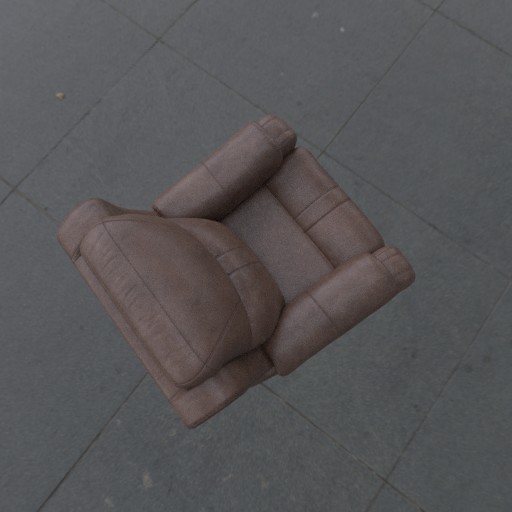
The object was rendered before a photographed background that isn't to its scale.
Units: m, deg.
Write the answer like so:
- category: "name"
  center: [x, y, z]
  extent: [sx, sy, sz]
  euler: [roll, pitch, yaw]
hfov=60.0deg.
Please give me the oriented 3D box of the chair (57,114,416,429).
- category: "chair"
  center: [0.000, 0.000, 1.782]
  extent: [1.067, 0.990, 0.940]
  euler: [-37, 78, -9]
